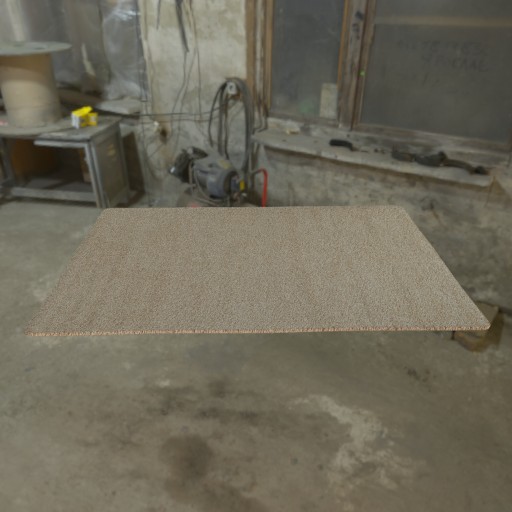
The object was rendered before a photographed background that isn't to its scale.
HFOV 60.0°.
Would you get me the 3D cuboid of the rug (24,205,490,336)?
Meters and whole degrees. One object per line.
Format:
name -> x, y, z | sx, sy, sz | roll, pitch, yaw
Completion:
rug -> 0.000, 0.000, 2.859 | 2.349, 0.026, 1.500 | -1, 30, -1
